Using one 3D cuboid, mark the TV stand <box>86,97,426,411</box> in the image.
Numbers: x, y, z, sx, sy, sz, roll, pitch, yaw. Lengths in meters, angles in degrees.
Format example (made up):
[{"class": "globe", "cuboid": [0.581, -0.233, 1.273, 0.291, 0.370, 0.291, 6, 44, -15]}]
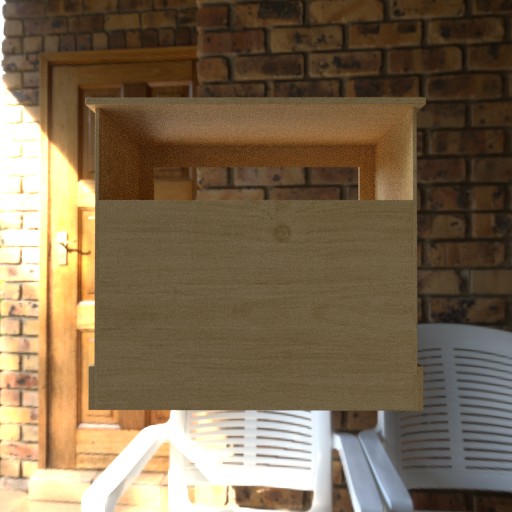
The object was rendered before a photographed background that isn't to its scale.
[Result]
[{"class": "TV stand", "cuboid": [0.000, 0.000, 1.317, 0.851, 0.787, 0.430, 0, -1, 0]}]
